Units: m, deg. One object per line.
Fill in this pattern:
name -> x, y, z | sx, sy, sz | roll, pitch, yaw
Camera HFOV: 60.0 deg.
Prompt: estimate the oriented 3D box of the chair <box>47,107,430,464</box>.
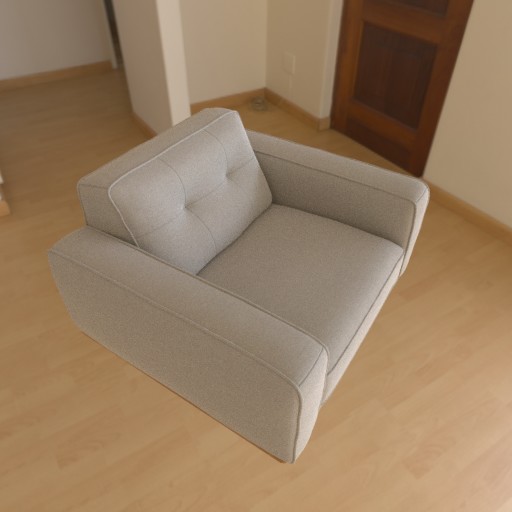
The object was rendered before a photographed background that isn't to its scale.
chair -> 0.000, 0.000, 1.685 | 0.953, 0.779, 1.115 | 23, 46, 24
